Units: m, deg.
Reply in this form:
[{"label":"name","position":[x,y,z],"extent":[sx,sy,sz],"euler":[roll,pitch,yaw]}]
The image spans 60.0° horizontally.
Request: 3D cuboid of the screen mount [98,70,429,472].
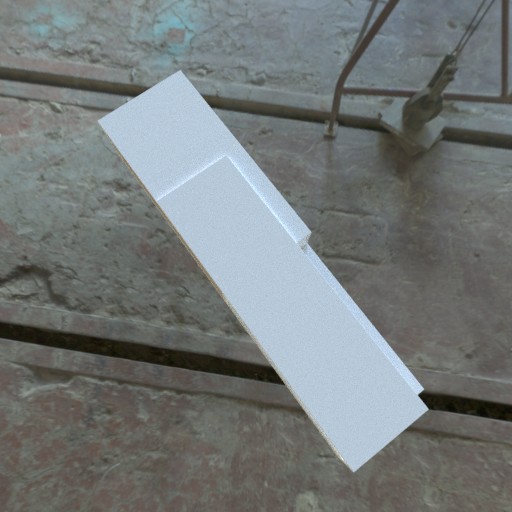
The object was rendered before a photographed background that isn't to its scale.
[{"label":"screen mount","position":[0.000,0.000,1.859],"extent":[0.420,0.320,1.680],"euler":[-35,78,-9]}]
